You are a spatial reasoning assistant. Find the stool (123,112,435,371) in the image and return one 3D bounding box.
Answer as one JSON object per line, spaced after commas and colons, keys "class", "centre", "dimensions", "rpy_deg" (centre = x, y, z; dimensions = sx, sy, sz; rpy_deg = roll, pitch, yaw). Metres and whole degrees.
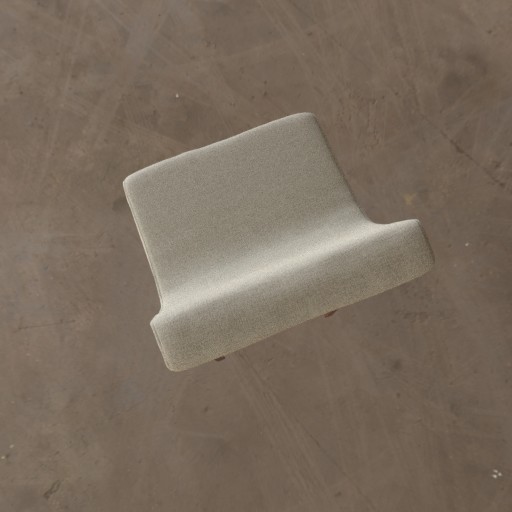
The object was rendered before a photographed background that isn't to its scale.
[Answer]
{"class": "stool", "centre": [0.000, 0.000, 1.238], "dimensions": [0.511, 0.937, 0.500], "rpy_deg": [-21, 76, -6]}
